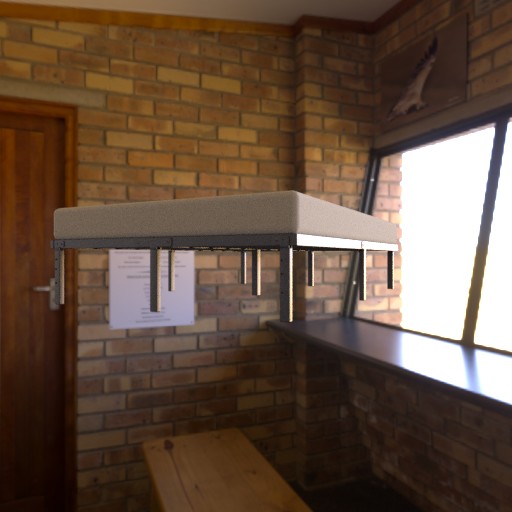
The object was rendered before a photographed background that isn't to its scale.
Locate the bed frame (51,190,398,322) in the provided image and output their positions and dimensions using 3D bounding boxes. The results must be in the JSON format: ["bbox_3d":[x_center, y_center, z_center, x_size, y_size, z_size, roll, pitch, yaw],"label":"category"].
[{"bbox_3d":[0.000,0.000,3.845,2.205,0.680,2.842,0,0,36],"label":"bed frame"}]
